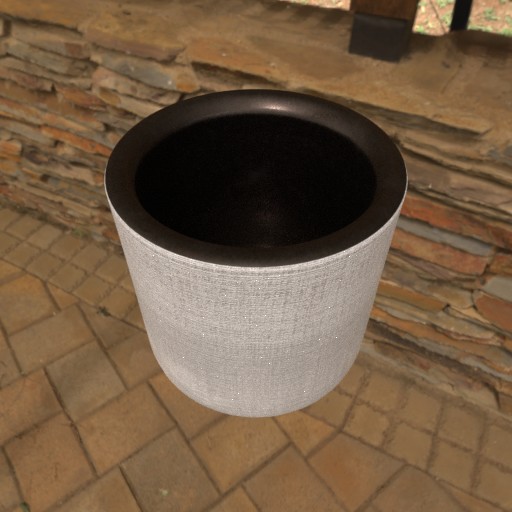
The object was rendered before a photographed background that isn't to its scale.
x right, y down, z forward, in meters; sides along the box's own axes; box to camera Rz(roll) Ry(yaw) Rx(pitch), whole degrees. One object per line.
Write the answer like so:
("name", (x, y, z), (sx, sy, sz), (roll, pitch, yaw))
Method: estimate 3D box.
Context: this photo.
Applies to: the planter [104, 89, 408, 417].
("planter", (0.000, 0.000, 0.290), (0.160, 0.156, 0.160), (0, 47, 0))
